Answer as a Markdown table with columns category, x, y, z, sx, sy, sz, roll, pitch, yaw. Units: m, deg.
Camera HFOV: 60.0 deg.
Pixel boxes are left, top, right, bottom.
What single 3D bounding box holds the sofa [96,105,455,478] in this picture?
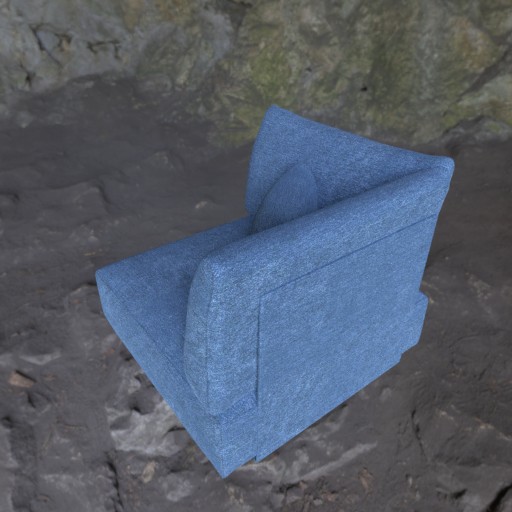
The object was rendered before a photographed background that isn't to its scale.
| category | x | y | z | sx | sy | sz | roll | pitch | yaw |
| --- | --- | --- | --- | --- | --- | --- | --- | --- | --- |
| sofa | 0.000 | 0.000 | 1.693 | 1.000 | 0.820 | 1.000 | -22 | 39 | -31 |
